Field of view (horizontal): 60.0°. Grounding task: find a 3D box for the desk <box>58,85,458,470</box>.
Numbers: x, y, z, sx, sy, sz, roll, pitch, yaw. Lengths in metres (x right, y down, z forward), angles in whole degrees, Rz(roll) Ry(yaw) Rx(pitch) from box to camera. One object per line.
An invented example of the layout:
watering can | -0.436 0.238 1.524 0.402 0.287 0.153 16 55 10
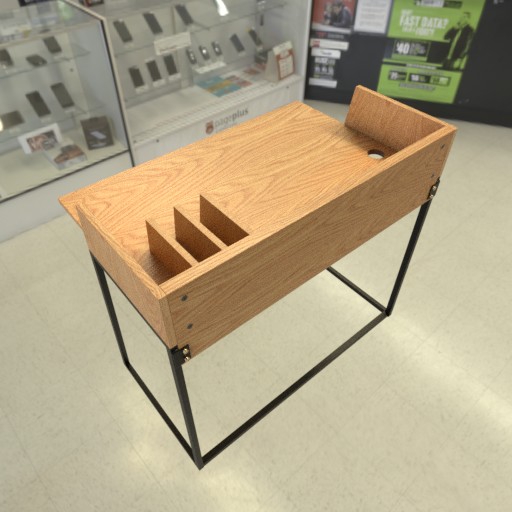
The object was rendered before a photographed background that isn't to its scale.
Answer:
desk | 0.000 0.000 1.835 1.191 1.061 0.769 -31 53 -27
